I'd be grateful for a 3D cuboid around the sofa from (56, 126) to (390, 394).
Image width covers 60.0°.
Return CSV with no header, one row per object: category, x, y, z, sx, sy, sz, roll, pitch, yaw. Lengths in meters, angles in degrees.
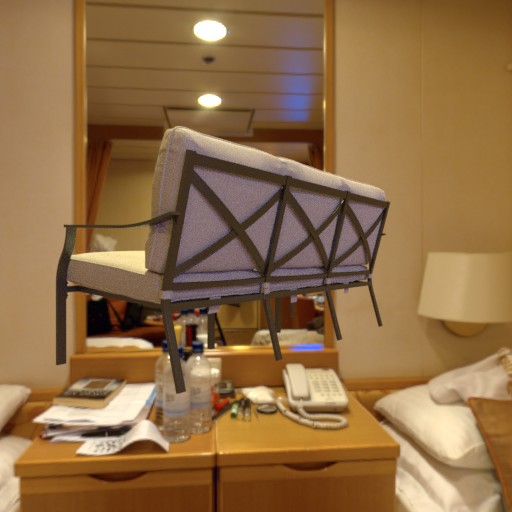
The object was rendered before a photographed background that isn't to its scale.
sofa,0.000,0.000,2.242,0.787,0.860,1.740,0,0,37
